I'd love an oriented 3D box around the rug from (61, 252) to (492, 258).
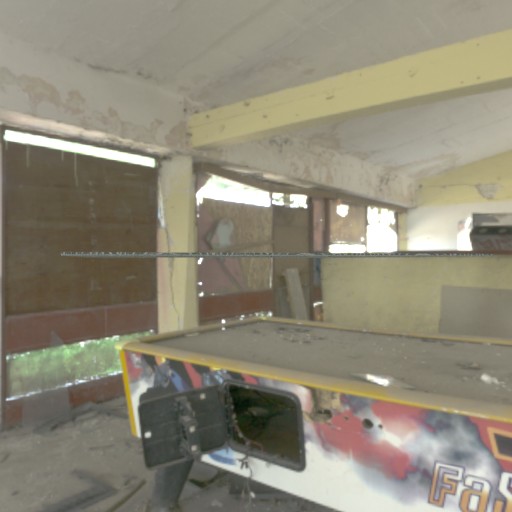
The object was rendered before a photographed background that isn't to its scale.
[{"bbox_3d":[0.000,0.000,4.112,3.042,0.021,2.456,0,0,-17],"label":"rug"}]
